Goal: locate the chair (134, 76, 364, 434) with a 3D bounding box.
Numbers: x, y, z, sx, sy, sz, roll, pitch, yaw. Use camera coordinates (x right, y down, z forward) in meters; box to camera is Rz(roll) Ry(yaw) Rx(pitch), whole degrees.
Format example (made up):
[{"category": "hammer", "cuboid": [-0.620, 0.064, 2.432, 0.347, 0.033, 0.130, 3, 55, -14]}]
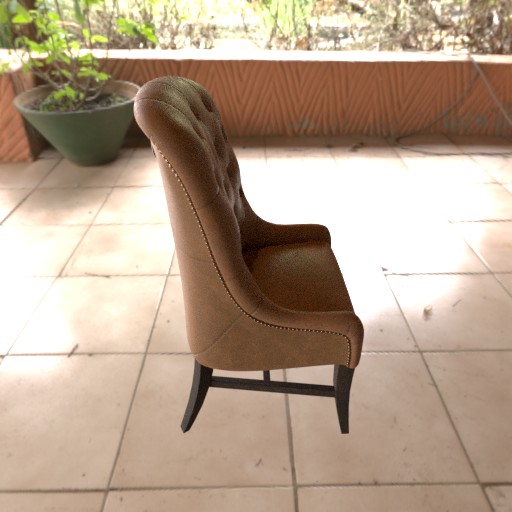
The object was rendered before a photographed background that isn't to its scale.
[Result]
[{"category": "chair", "cuboid": [0.000, 0.000, 1.470, 0.629, 1.091, 0.634, -1, 32, -1]}]
